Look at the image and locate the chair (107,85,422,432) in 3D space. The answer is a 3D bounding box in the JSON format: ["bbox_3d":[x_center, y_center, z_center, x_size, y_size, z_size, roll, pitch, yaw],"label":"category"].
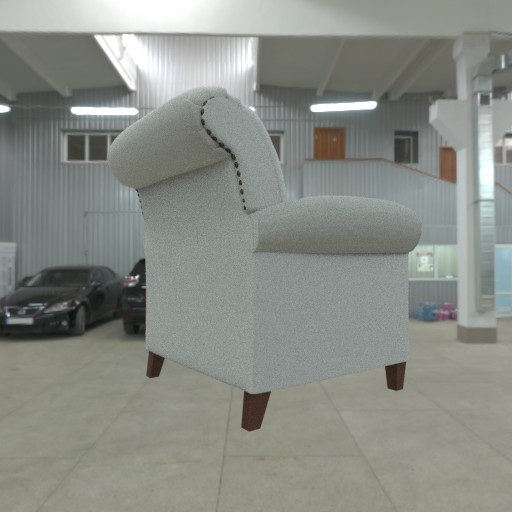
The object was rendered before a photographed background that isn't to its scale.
[{"bbox_3d":[0.000,0.000,1.600,0.890,0.927,0.854,0,-1,-36],"label":"chair"}]
